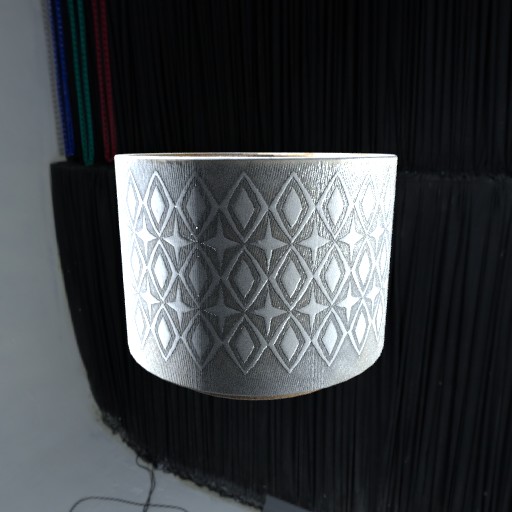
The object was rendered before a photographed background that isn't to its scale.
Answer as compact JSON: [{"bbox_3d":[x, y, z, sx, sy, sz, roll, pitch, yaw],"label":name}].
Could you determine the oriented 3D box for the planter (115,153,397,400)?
[{"bbox_3d":[0.000,0.000,0.322,0.186,0.144,0.186,0,14,0],"label":"planter"}]
